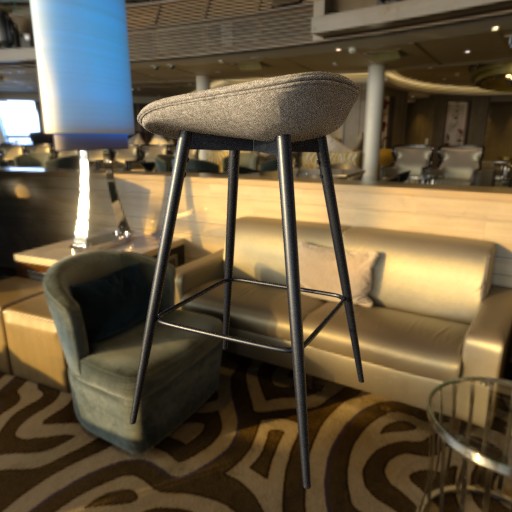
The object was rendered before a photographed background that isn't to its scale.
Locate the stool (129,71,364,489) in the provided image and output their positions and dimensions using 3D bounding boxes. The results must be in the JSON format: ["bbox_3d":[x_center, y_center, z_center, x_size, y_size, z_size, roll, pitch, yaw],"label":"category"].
[{"bbox_3d":[0.000,0.000,1.101,0.480,0.814,0.469,7,17,26],"label":"stool"}]
